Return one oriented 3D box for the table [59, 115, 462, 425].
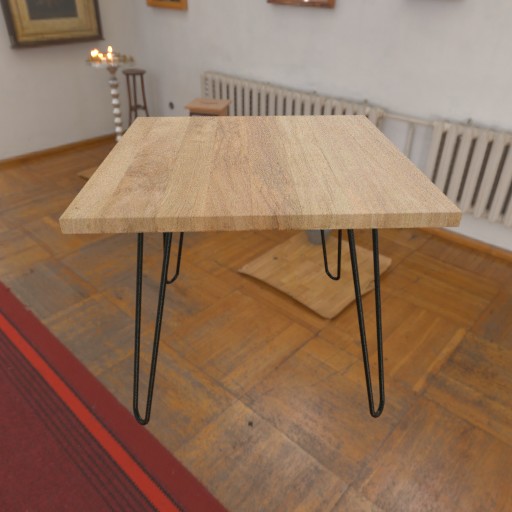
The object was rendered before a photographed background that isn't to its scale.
[{"bbox_3d":[0.000,0.000,1.038,0.599,0.500,0.599,-1,31,-2],"label":"table"}]
